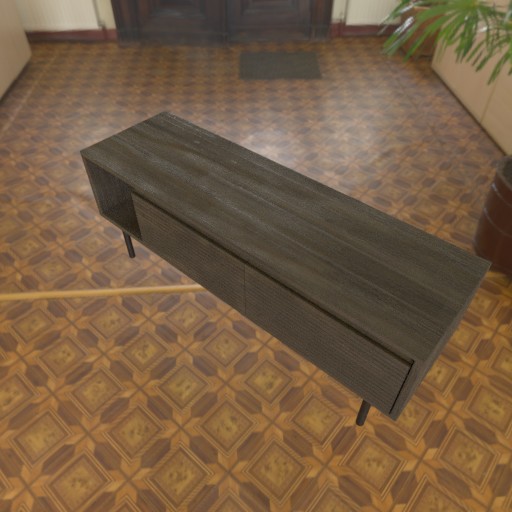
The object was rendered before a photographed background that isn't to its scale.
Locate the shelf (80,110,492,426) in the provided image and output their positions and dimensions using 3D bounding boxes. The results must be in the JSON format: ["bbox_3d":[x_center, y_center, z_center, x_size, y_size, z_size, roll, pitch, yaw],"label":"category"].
[{"bbox_3d":[0.000,0.000,1.535,1.300,0.495,0.400,31,53,28],"label":"shelf"}]
